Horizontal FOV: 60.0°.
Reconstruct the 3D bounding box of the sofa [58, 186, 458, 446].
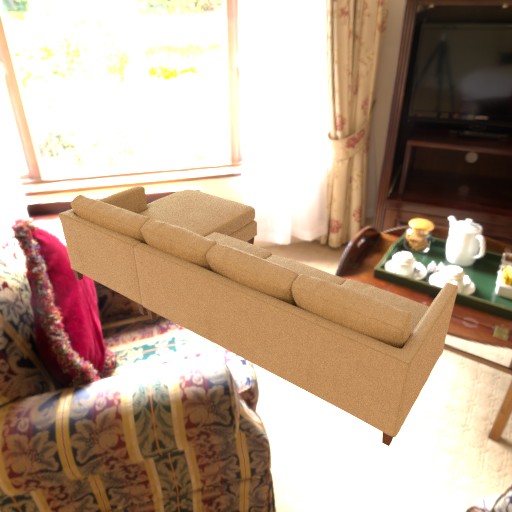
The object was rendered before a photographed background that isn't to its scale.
[{"bbox_3d":[0.000,0.000,3.779,3.186,0.846,1.625,20,35,31],"label":"sofa"}]
